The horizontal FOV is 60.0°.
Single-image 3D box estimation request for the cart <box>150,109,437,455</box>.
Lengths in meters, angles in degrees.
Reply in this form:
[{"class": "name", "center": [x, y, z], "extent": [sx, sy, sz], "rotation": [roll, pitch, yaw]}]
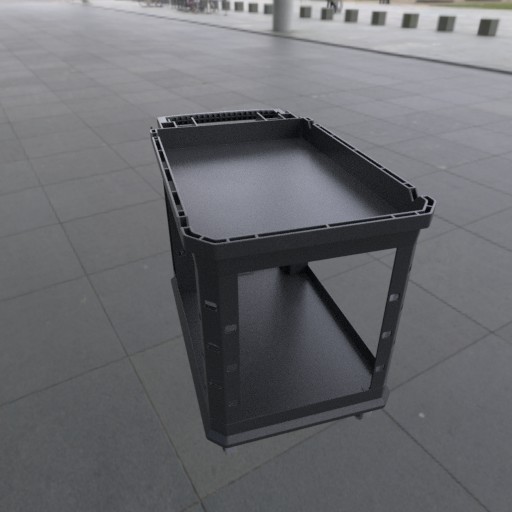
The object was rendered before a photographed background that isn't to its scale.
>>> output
[{"class": "cart", "center": [0.000, 0.000, 1.780], "extent": [0.674, 0.884, 1.239], "rotation": [-9, 33, -14]}]
